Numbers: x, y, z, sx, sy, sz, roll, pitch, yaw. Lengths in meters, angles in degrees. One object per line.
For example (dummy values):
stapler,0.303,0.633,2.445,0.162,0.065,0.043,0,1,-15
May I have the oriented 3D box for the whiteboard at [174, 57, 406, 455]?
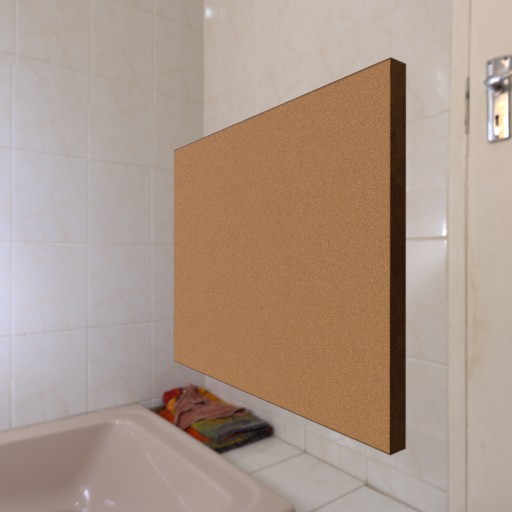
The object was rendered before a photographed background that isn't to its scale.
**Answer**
whiteboard,0.000,0.000,0.743,0.029,0.457,0.561,0,0,-36
